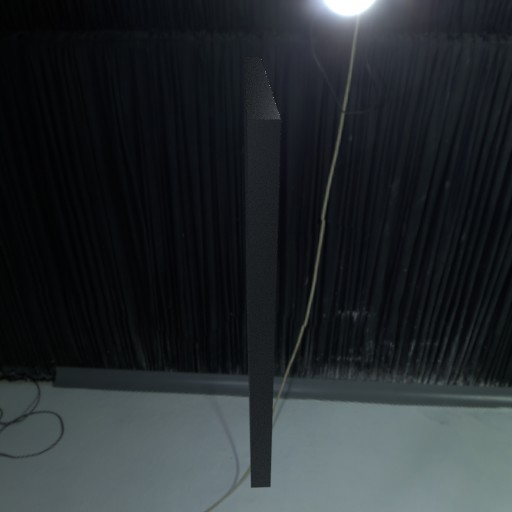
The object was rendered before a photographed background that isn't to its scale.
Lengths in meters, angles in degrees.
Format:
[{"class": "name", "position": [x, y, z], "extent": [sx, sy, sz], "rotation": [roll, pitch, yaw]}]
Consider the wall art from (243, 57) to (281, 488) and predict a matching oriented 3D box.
[{"class": "wall art", "position": [0.000, 0.000, 0.741], "extent": [0.031, 0.558, 0.461], "rotation": [-1, 31, -2]}]
